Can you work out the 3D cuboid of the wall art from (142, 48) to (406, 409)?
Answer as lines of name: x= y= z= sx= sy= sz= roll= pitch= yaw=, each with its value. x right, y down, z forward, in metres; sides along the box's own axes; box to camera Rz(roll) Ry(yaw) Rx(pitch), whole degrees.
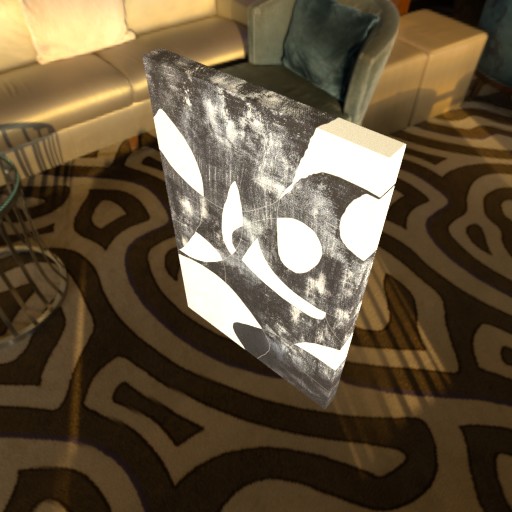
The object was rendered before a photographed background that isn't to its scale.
wall art: x=0.000 y=0.000 z=0.792 sx=0.407 sy=0.610 sz=0.039 roll=32 pitch=54 yaw=27
